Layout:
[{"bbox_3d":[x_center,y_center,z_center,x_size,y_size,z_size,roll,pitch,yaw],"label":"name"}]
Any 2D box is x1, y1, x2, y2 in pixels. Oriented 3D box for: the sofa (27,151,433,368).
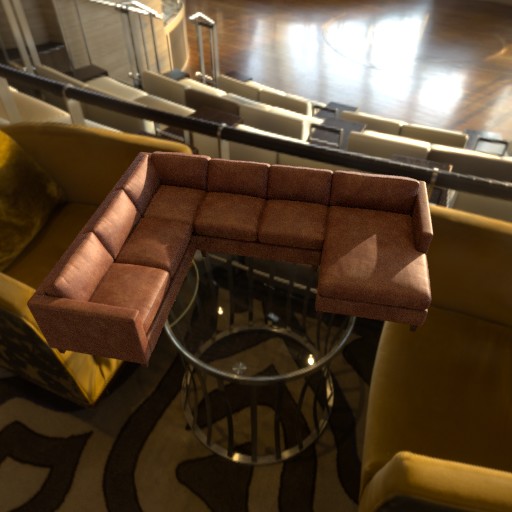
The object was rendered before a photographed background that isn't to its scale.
[{"bbox_3d":[0.000,0.000,4.425,3.324,0.888,2.452,8,44,8],"label":"sofa"}]
